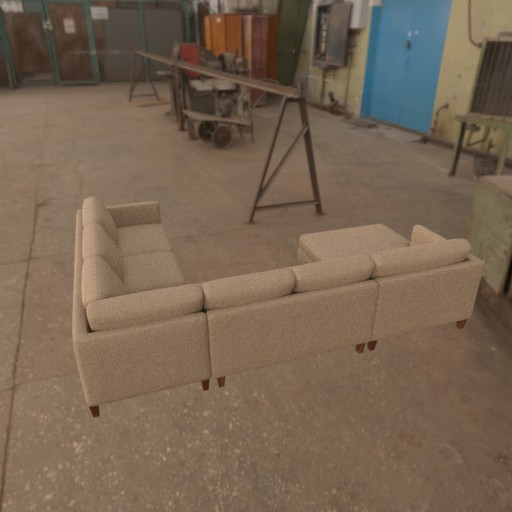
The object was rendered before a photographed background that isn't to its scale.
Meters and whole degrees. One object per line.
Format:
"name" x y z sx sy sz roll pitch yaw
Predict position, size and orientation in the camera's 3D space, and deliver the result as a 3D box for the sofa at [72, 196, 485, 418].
"sofa" 0.000 0.000 4.513 3.403 0.889 2.551 -9 29 -17
